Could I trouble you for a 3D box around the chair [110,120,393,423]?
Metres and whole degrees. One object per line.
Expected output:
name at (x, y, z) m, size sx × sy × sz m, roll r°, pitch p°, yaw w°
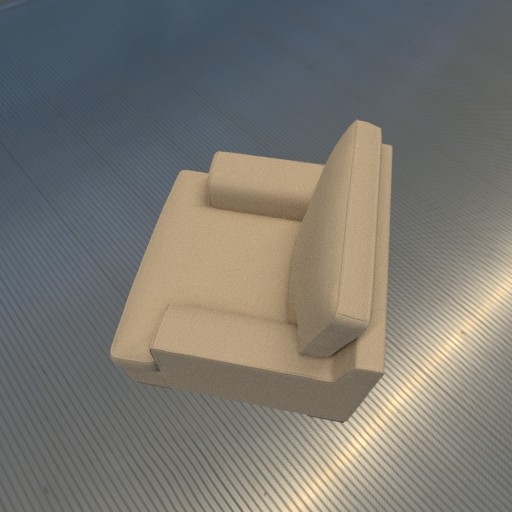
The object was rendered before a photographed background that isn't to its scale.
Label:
chair at (0.000, 0.000, 2.146) m, size 1.274 × 1.005 × 1.293 m, roll 3°, pitch 57°, yaw 2°
